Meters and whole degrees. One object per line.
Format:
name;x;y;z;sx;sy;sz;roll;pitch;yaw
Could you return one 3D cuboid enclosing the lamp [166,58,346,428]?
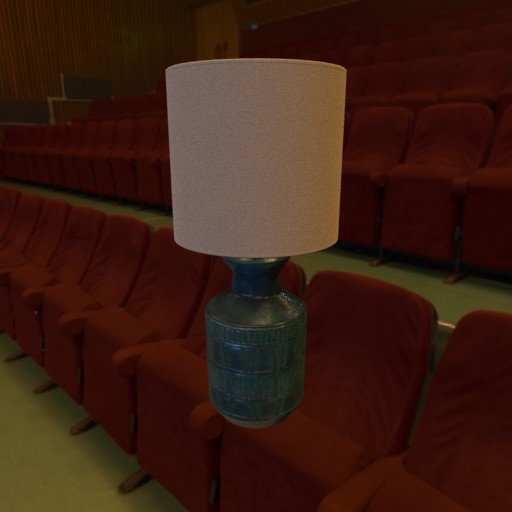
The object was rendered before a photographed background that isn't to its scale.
lamp;0.000;0.000;0.589;0.211;0.455;0.211;15;22;43
